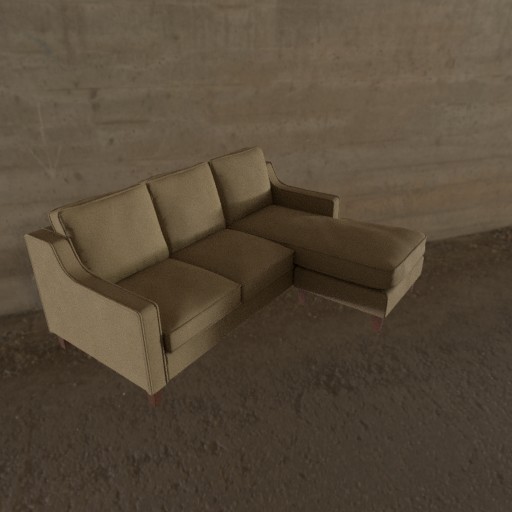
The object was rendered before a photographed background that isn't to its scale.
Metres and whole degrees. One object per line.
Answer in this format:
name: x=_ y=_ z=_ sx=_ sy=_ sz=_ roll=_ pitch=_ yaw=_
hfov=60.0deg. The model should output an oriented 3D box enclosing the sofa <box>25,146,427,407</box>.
sofa: x=0.000 y=0.000 z=3.226 sx=1.858 sy=1.066 sz=2.317 roll=18 pitch=32 yaw=32
